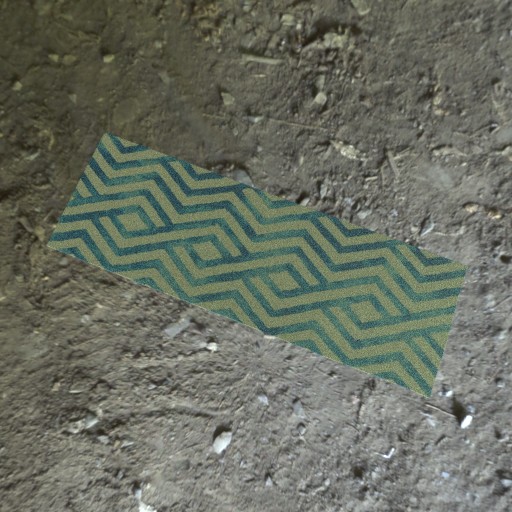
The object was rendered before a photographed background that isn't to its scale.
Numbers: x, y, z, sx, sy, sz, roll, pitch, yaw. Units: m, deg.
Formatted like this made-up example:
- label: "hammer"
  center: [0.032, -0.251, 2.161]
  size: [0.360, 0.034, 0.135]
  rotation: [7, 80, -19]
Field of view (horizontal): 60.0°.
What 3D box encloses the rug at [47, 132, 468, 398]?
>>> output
- label: "rug"
  center: [0.000, 0.000, 1.649]
  size: [1.492, 0.007, 0.503]
  rotation: [21, 78, 5]
